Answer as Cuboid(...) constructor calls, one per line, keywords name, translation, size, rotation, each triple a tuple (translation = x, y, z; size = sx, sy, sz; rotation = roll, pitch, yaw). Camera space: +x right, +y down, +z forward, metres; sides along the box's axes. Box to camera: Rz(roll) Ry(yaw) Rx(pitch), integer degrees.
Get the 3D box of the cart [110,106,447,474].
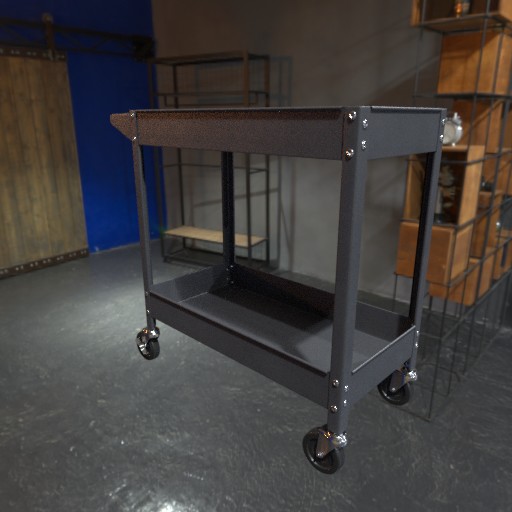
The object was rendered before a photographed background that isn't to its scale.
Cuboid(name="cart", translation=(0.000, 0.000, 1.146), size=(0.779, 0.719, 0.366), rotation=(16, 24, 41))
